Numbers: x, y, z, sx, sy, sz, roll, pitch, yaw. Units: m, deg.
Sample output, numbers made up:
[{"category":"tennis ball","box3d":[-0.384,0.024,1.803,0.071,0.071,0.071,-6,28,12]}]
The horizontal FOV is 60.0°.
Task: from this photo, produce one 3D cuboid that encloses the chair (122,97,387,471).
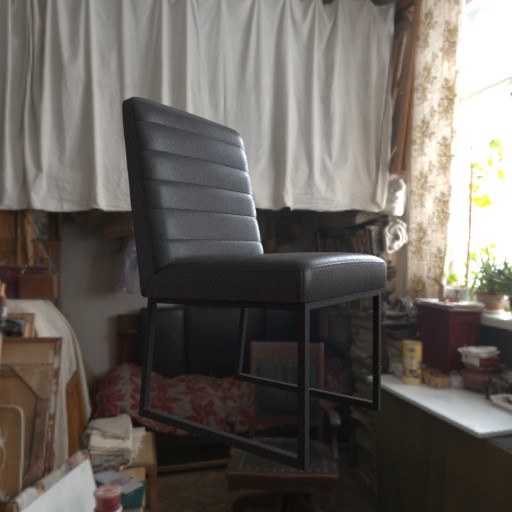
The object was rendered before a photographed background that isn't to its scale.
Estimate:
[{"category":"chair","box3d":[0.000,0.000,1.323,0.634,0.930,0.520,1,1,36]}]
